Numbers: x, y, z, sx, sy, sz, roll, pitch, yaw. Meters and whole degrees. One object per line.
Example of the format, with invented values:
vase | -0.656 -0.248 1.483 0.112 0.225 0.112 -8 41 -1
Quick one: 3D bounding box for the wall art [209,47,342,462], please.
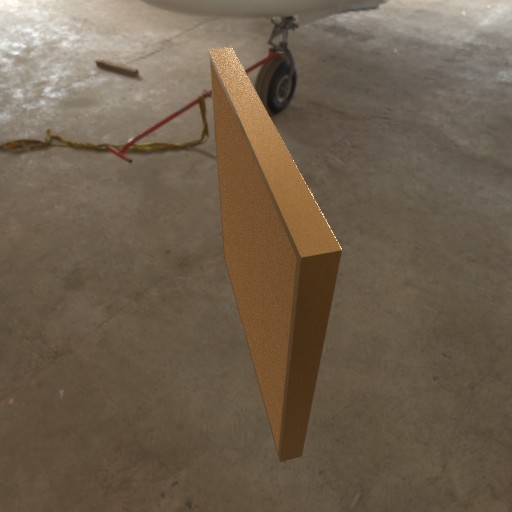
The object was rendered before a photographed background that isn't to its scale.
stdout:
wall art | 0.000 0.000 0.764 0.040 0.509 0.509 -10 46 -10
